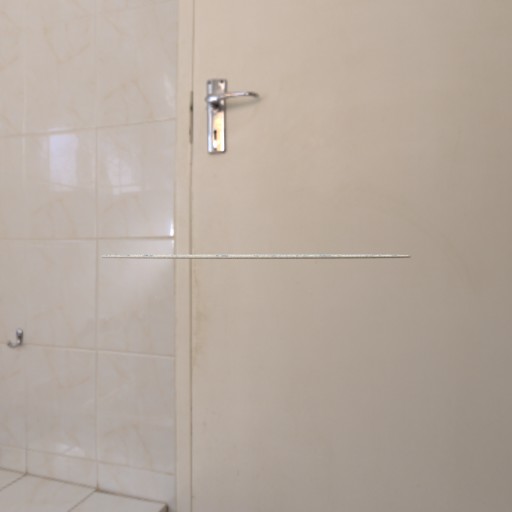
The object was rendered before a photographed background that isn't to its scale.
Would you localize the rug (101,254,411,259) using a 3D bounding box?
[{"bbox_3d":[0.000,0.000,2.414,1.593,0.012,1.593,0,0,0],"label":"rug"}]
